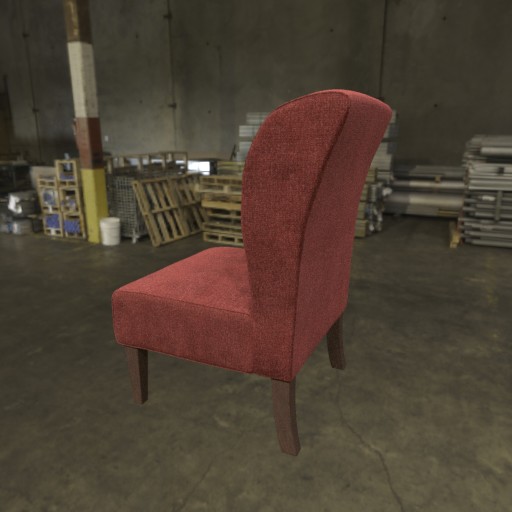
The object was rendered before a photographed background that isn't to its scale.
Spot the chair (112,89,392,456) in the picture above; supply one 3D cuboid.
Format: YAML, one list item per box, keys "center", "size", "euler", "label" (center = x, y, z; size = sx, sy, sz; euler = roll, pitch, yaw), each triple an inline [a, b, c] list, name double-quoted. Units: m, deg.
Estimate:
- center: [0.000, 0.000, 1.273]
  size: [0.640, 0.846, 0.538]
  euler: [7, 17, 25]
  label: "chair"
